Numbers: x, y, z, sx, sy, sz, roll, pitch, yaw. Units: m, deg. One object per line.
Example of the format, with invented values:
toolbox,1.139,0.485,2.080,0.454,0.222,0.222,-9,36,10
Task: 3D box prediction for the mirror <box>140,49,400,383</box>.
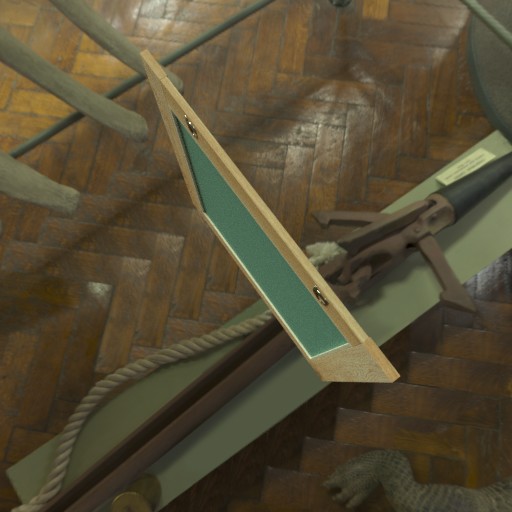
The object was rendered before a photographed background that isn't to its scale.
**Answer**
mirror,0.000,0.000,1.209,0.020,0.800,0.800,-35,77,-9
